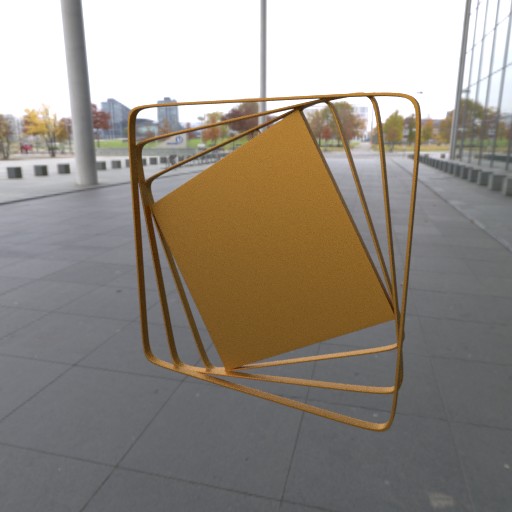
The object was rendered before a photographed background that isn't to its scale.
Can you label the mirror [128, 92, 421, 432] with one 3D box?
[{"bbox_3d":[0.000,0.000,0.696,0.470,0.468,0.045,8,16,28],"label":"mirror"}]
